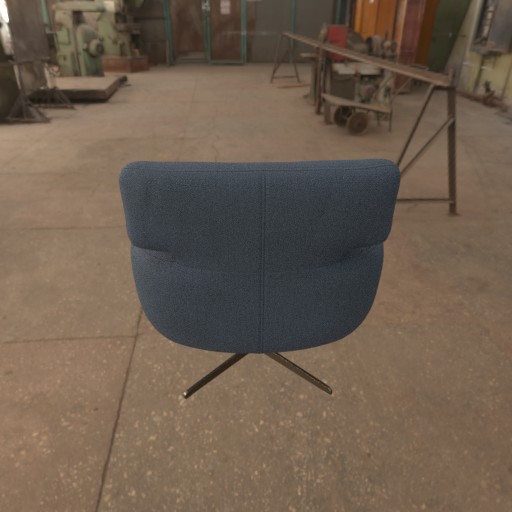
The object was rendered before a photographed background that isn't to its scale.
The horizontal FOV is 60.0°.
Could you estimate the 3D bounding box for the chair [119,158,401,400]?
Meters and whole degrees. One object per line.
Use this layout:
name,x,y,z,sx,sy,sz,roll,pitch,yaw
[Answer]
chair,0.000,0.000,1.423,0.738,0.813,0.761,-1,29,-2
